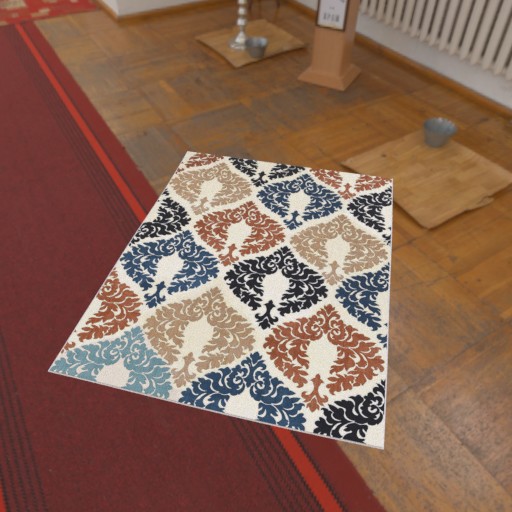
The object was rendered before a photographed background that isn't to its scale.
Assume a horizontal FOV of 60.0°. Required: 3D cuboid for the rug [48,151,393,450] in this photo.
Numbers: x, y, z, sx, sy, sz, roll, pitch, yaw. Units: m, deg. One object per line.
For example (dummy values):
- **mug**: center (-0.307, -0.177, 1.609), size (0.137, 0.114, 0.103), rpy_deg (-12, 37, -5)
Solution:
- **rug**: center (0.000, 0.000, 4.078), size (2.423, 0.014, 3.040), rpy_deg (10, 46, 9)
